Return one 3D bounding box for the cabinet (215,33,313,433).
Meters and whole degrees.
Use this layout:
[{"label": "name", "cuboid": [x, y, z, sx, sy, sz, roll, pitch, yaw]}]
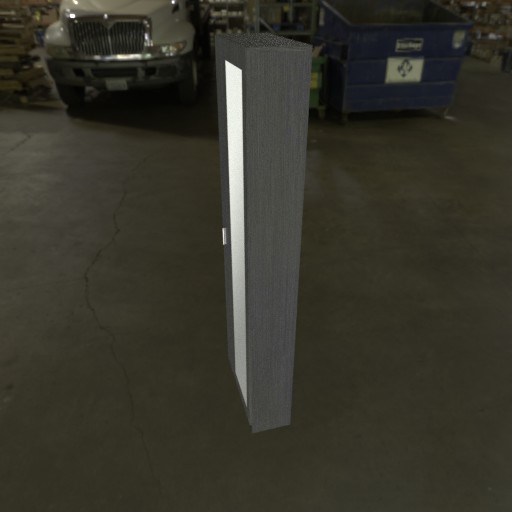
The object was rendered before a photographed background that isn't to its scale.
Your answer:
[{"label": "cabinet", "cuboid": [0.000, 0.000, 2.030, 0.230, 1.790, 0.500, -8, 32, -13]}]
